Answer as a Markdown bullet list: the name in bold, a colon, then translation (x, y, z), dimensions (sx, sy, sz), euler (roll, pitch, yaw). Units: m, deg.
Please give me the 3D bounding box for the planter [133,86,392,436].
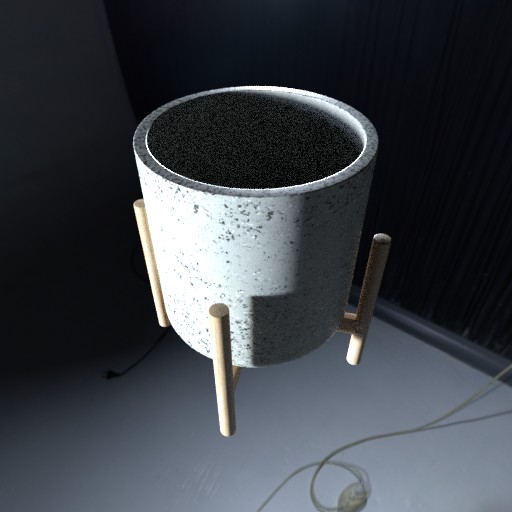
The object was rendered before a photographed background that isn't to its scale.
- **planter**: translation (0.000, 0.000, 0.696), dimensions (0.360, 0.419, 0.360), euler (26, 47, 27)
